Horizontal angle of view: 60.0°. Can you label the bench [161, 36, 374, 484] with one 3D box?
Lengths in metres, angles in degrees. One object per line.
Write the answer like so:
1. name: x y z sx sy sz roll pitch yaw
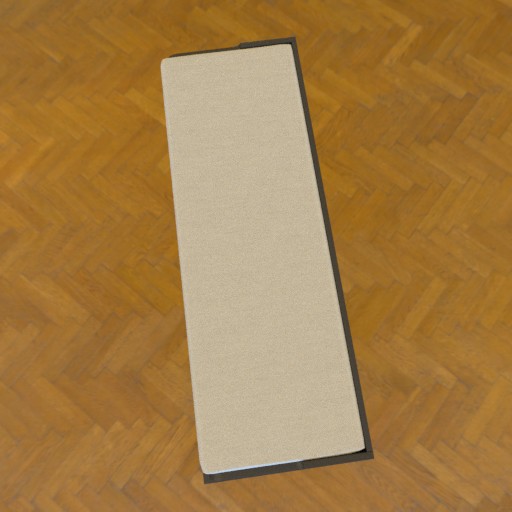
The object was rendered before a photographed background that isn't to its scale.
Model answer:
1. bench: 0.000 0.000 1.359 0.398 0.501 1.140 -8 76 -2
